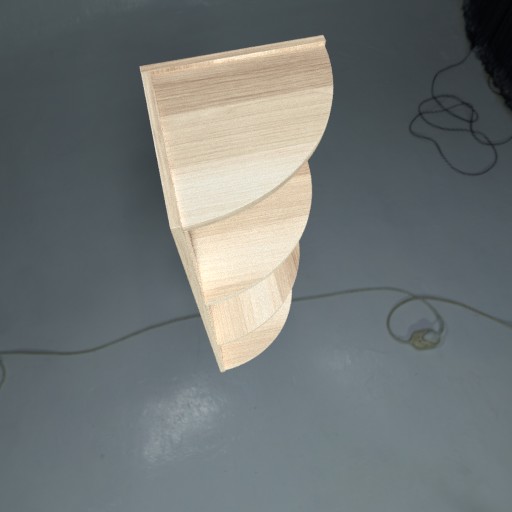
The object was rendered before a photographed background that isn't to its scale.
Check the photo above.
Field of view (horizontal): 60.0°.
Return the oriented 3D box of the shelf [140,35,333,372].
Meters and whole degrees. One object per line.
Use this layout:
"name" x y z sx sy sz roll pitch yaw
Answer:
"shelf" 0.000 0.000 1.015 0.290 0.872 0.290 -13 65 -6
